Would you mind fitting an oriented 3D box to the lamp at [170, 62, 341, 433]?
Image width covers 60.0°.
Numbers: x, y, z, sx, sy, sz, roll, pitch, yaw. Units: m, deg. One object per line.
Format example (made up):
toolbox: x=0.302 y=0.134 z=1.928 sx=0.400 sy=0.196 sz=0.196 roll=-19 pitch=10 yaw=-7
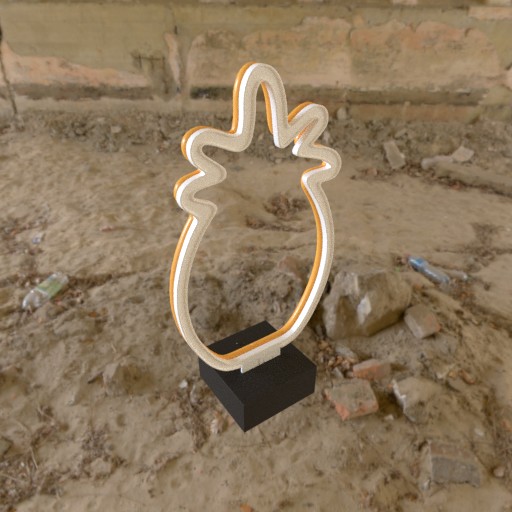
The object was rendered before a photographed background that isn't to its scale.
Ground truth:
lamp: x=0.000 y=0.000 z=0.391 sx=0.167 sy=0.317 sz=0.088 roll=-19 pitch=36 yaw=-29
